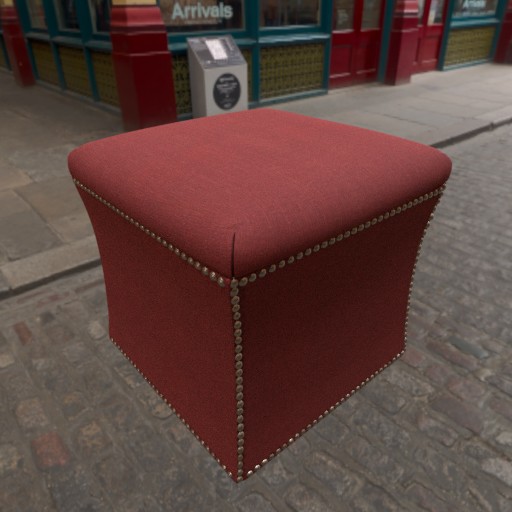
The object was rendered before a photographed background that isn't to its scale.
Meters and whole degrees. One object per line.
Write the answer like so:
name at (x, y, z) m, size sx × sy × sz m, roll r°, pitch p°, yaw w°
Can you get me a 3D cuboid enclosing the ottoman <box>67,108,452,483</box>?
ottoman at (0.000, 0.000, 0.870) m, size 0.507 × 0.475 × 0.497 m, roll -23°, pitch 37°, yaw -34°
